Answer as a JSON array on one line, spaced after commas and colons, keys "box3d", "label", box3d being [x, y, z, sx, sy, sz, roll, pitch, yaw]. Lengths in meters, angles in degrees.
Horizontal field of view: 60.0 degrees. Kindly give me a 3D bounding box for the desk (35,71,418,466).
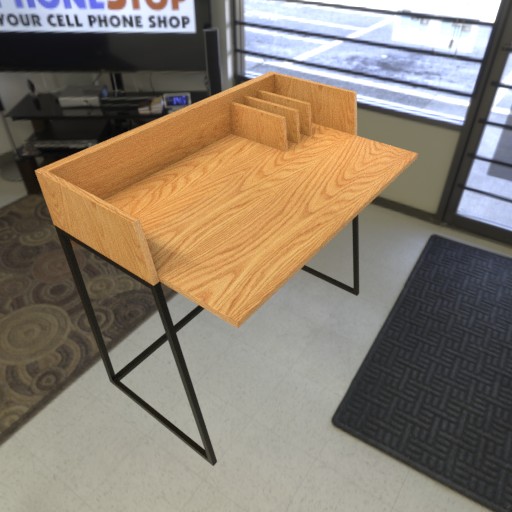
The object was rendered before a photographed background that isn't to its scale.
[{"box3d": [0.000, 0.000, 1.845, 0.769, 1.061, 1.191, 26, 46, 28], "label": "desk"}]
